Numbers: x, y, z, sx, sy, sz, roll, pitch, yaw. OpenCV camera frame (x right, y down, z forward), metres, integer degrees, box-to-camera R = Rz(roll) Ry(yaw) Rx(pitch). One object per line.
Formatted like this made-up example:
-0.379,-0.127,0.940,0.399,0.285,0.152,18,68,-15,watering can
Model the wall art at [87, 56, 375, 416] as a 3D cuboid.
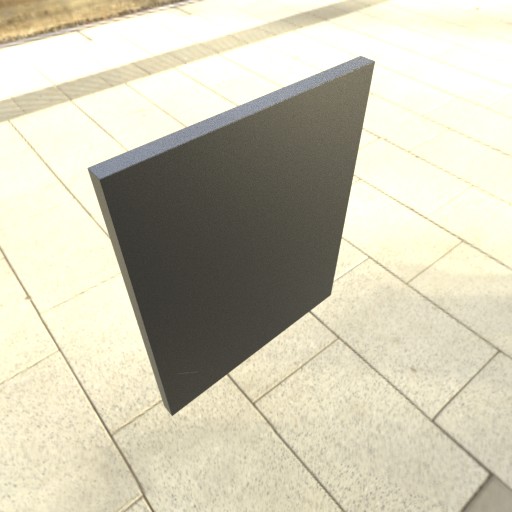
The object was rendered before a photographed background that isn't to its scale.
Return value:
0.000,0.000,0.772,0.457,0.557,0.028,-32,54,-28,wall art
